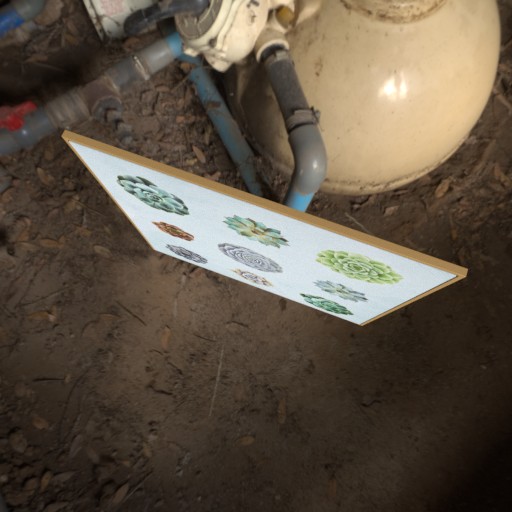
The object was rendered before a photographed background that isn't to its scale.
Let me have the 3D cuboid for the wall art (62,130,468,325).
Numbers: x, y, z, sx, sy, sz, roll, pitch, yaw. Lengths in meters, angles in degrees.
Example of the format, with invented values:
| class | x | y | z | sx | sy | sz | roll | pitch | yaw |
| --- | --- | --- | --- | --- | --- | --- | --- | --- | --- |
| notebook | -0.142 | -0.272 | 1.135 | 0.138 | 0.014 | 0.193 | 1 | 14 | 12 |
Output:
| class | x | y | z | sx | sy | sz | roll | pitch | yaw |
| --- | --- | --- | --- | --- | --- | --- | --- | --- | --- |
| wall art | 0.000 | 0.000 | 0.994 | 0.657 | 0.655 | 0.014 | 20 | 76 | 5 |
